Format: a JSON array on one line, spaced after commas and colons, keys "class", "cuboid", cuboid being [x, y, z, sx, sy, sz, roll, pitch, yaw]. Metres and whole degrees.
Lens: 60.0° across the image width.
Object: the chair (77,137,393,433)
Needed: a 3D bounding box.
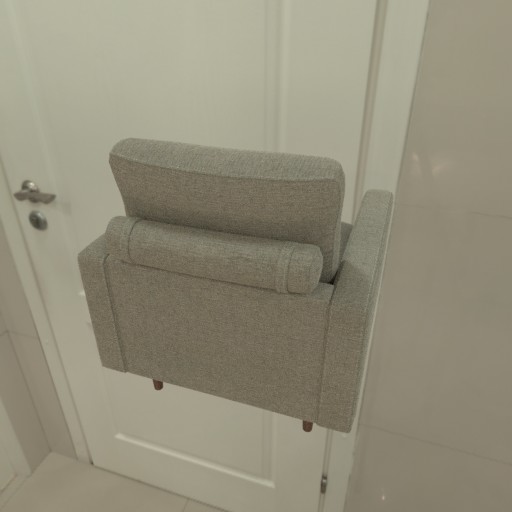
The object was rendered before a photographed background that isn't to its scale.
[{"class": "chair", "cuboid": [0.000, 0.000, 1.502, 0.821, 0.880, 0.843, 10, 31, 16]}]
